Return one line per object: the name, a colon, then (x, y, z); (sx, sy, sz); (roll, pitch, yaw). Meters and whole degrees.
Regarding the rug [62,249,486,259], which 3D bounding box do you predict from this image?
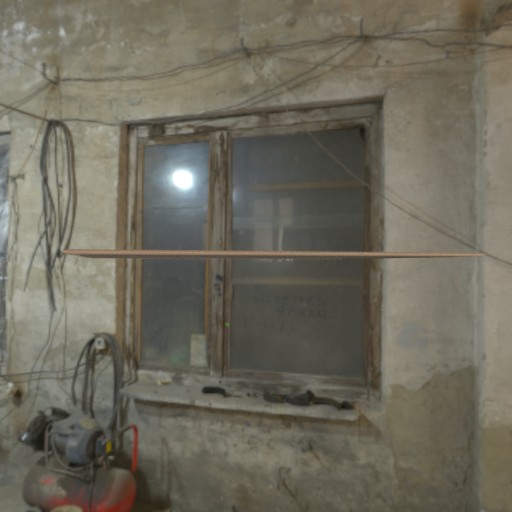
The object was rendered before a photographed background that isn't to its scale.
rug: (0.000, 0.000, 2.746); (2.081, 0.020, 1.525); (0, -1, -18)
